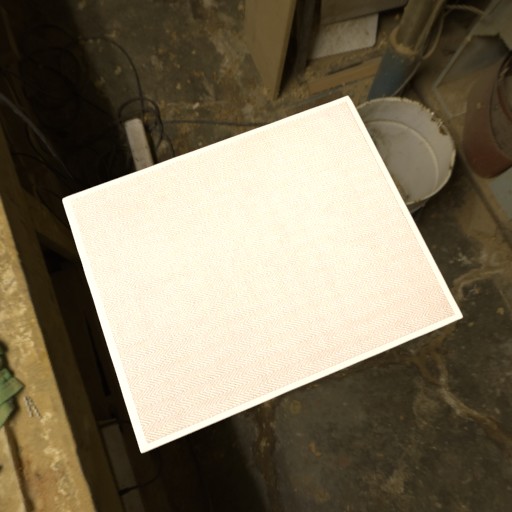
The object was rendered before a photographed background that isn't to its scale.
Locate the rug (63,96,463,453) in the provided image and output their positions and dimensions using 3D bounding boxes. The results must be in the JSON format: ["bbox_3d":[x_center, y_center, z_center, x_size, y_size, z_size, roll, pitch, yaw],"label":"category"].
[{"bbox_3d":[0.000,0.000,4.074,3.009,0.019,2.423,-21,77,-5],"label":"rug"}]
